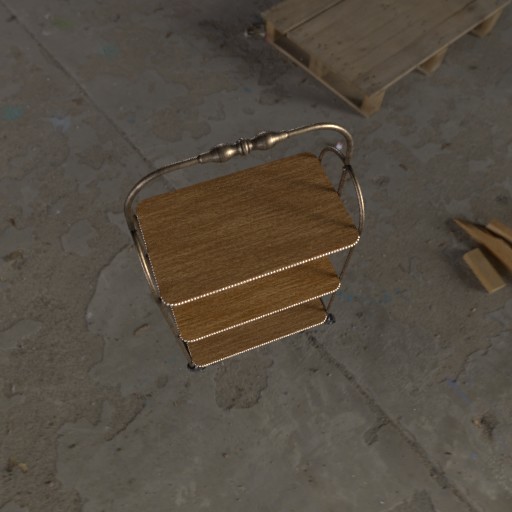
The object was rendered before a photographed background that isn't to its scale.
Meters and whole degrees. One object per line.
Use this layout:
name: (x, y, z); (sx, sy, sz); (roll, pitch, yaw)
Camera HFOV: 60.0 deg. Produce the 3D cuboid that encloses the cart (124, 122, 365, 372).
cart: (0.000, 0.000, 1.374); (0.650, 1.052, 0.330); (-18, 64, -9)
